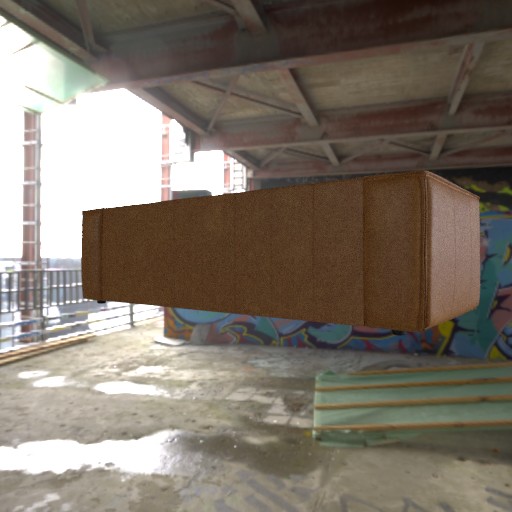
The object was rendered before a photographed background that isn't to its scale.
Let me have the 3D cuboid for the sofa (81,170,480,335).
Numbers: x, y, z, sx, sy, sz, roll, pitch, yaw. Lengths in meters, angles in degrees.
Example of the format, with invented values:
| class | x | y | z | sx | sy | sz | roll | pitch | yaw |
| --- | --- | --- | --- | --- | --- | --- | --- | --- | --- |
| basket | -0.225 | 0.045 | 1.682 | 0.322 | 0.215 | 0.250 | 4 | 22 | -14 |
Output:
| class | x | y | z | sx | sy | sz | roll | pitch | yaw |
| --- | --- | --- | --- | --- | --- | --- | --- | --- | --- |
| sofa | 0.000 | 0.000 | 2.965 | 2.581 | 0.701 | 1.102 | 0 | 0 | 37 |
